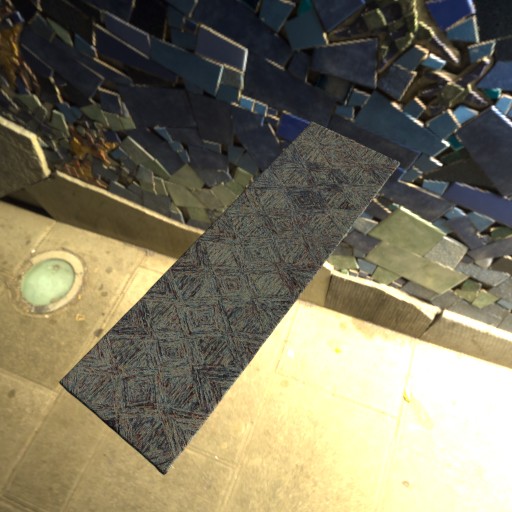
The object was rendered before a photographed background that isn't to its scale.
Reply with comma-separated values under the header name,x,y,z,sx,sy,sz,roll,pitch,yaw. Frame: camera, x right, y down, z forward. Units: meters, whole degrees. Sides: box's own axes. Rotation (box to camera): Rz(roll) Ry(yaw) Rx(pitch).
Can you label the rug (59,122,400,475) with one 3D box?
name,x,y,z,sx,sy,sz,roll,pitch,yaw
rug,0.000,0.000,2.520,0.688,0.015,2.292,31,62,19
